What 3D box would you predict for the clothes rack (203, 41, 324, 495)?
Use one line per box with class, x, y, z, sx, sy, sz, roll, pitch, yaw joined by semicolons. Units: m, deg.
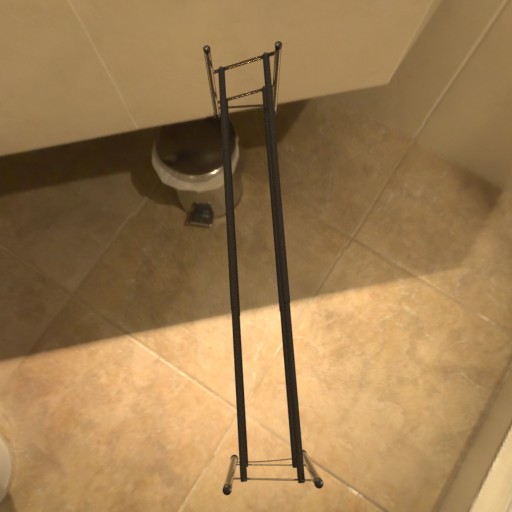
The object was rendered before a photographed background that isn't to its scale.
clothes rack;0.000;0.000;1.289;0.229;0.349;1.168;-4;76;-1
